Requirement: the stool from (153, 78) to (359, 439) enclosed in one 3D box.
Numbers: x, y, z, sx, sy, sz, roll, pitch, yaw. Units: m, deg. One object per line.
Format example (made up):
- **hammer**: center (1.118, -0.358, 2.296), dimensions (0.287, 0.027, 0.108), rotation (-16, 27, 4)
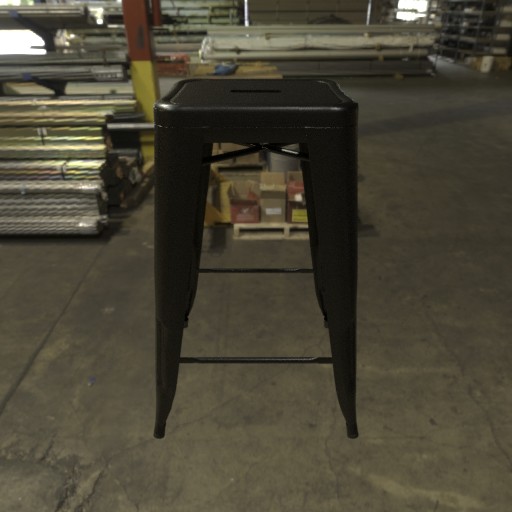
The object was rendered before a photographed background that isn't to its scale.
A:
- **stool**: center (0.000, 0.000, 0.855), dimensions (0.399, 0.609, 0.359), rotation (0, 30, 0)
